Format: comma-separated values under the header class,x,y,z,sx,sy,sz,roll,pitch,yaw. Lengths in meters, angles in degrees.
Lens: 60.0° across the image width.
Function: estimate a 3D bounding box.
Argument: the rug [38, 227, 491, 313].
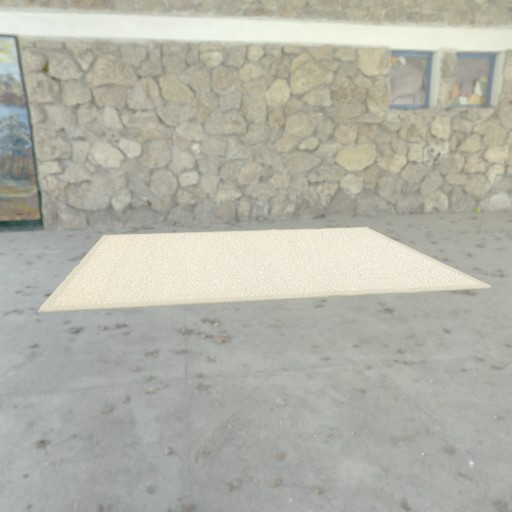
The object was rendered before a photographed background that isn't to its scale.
class,x,y,z,sx,sy,sz,roll,pitch,yaw
rug,0.000,0.000,4.805,3.659,0.037,2.734,-2,15,-8
